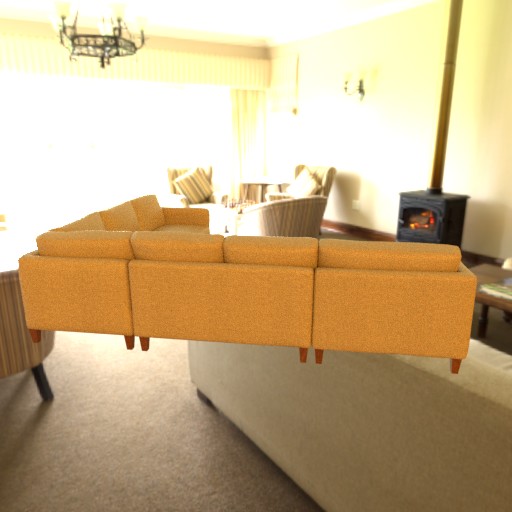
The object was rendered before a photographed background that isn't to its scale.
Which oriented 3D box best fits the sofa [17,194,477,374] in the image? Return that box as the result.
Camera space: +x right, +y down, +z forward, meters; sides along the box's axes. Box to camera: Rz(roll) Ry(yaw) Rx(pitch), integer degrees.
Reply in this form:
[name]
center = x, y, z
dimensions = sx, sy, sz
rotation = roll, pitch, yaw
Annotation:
[sofa]
center = 0.000, 0.000, 4.506
dimensions = 3.460, 0.961, 2.594
rotation = 2, 16, 8
